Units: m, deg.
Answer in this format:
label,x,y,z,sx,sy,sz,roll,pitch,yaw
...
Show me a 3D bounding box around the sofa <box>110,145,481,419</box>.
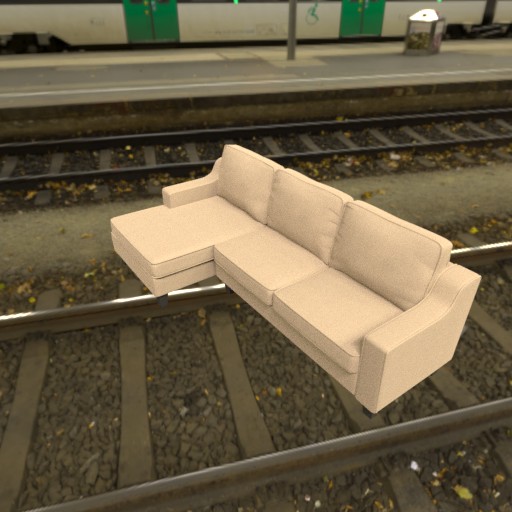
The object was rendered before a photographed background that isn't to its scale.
label,x,y,z,sx,sy,sz,roll,pitch,yaw
sofa,0.000,0.000,3.188,1.294,0.928,2.561,-20,37,-30
